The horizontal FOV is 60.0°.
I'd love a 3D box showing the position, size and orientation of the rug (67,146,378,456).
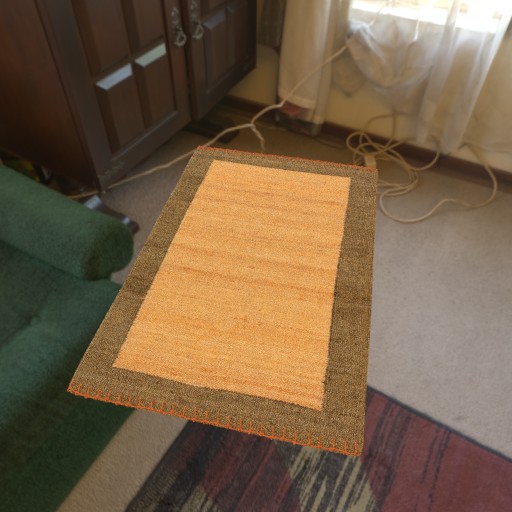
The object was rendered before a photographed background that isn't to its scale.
[{"bbox_3d":[0.000,0.000,2.340,1.220,0.019,1.838,9,48,8],"label":"rug"}]
